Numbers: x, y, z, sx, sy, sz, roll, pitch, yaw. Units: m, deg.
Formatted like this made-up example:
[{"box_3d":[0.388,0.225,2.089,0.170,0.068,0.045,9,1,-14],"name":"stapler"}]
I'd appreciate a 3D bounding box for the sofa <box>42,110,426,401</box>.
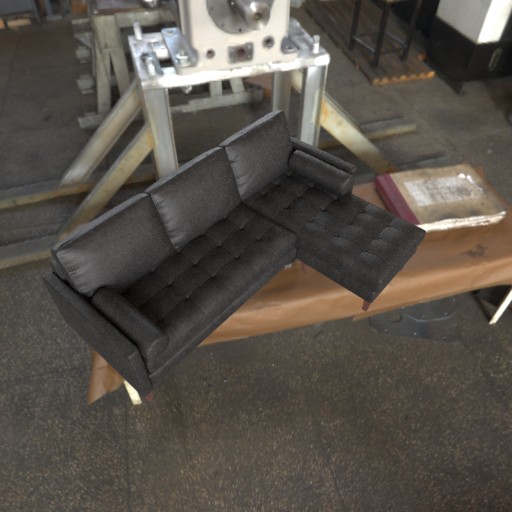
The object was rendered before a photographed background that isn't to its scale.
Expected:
[{"box_3d":[0.000,0.000,2.959,1.497,0.876,2.178,33,55,26],"name":"sofa"}]
